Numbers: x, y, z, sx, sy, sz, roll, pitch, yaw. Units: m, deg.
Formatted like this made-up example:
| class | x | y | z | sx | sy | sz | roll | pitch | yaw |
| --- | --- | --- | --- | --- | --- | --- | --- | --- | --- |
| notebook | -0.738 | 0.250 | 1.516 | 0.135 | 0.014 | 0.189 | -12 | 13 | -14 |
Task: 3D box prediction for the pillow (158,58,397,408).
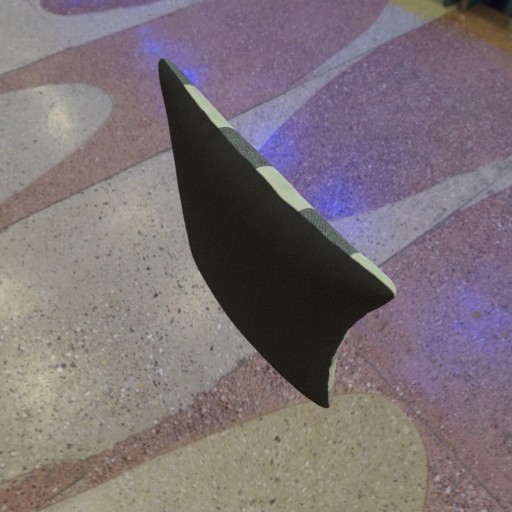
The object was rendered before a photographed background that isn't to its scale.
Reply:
| class | x | y | z | sx | sy | sz | roll | pitch | yaw |
| --- | --- | --- | --- | --- | --- | --- | --- | --- | --- |
| pillow | 0.000 | 0.000 | 0.796 | 0.161 | 0.509 | 0.511 | -31 | 63 | -18 |
